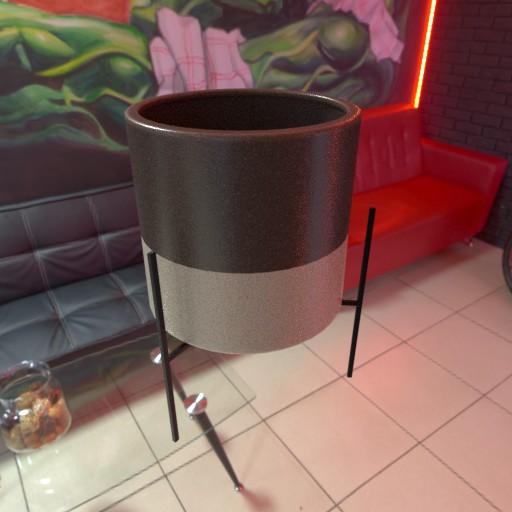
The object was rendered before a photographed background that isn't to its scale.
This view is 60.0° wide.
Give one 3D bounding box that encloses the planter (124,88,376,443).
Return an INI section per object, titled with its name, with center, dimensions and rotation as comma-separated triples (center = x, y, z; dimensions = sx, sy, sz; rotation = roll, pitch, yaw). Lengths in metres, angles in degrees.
[planter]
center = 0.000, 0.000, 0.535
dimensions = 0.260, 0.353, 0.250
rotation = -1, 29, -1
